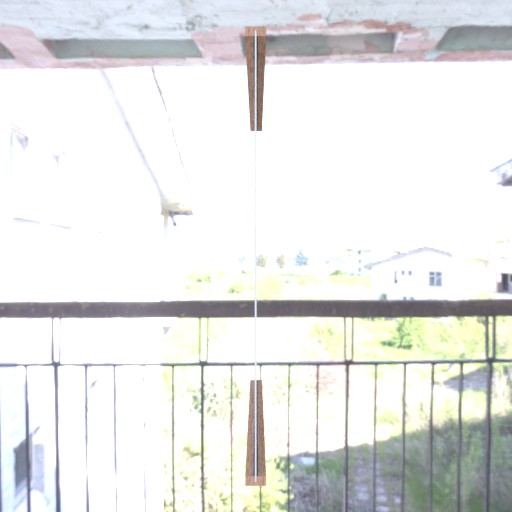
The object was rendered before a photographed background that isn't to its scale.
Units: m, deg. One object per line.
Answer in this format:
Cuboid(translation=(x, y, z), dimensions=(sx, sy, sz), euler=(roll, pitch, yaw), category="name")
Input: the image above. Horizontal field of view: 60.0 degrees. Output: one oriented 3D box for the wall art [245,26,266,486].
Cuboid(translation=(0.000, 0.000, 0.814), dimensions=(0.028, 0.609, 0.456), euler=(0, 0, 0), category="wall art")
